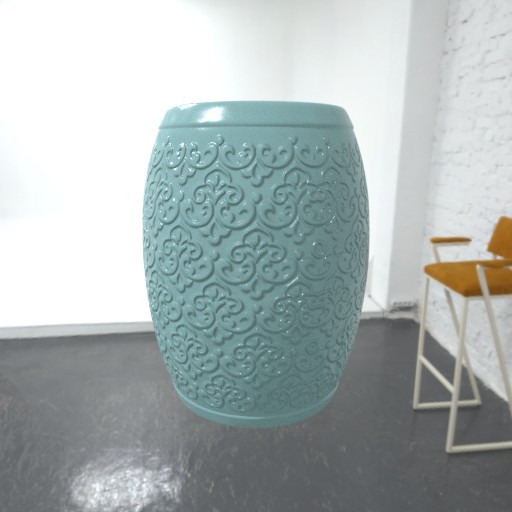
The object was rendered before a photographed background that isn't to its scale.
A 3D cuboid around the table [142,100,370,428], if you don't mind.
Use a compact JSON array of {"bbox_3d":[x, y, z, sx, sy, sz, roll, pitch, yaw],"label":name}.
[{"bbox_3d":[0.000,0.000,0.626,0.309,0.397,0.309,0,14,0],"label":"table"}]
